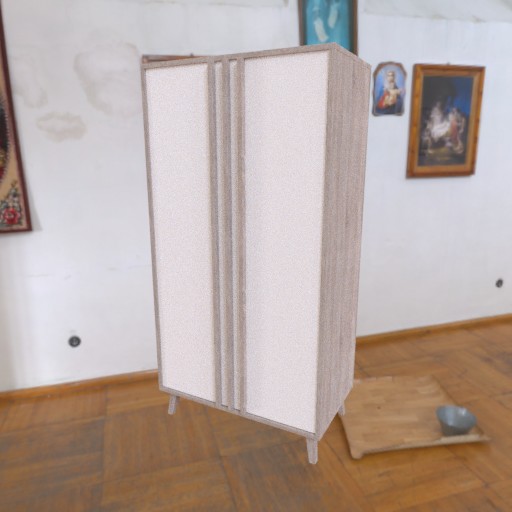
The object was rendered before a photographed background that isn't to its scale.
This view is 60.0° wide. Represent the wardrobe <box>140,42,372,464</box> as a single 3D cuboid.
[{"bbox_3d":[0.000,0.000,2.436,1.000,1.960,0.600,7,16,27],"label":"wardrobe"}]
